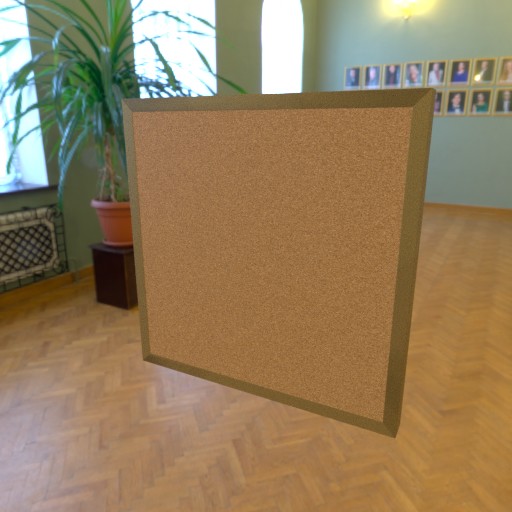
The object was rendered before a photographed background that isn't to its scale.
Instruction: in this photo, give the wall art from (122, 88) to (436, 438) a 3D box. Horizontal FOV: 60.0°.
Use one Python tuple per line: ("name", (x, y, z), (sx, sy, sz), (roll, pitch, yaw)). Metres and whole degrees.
("wall art", (0.000, 0.000, 0.743), (0.507, 0.508, 0.038), (9, 18, 27))
